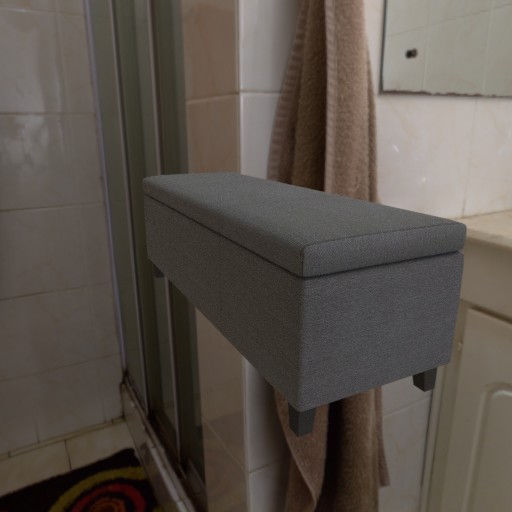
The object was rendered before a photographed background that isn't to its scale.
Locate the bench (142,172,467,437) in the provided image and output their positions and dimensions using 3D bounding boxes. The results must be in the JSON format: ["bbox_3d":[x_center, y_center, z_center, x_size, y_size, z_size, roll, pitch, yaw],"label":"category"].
[{"bbox_3d":[0.000,0.000,1.473,0.446,0.438,1.269,-8,18,-26],"label":"bench"}]
